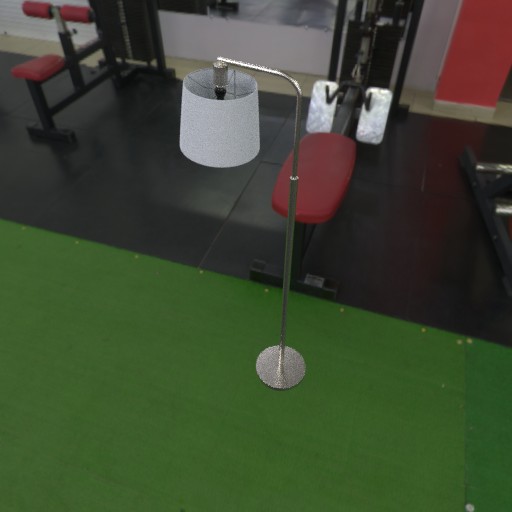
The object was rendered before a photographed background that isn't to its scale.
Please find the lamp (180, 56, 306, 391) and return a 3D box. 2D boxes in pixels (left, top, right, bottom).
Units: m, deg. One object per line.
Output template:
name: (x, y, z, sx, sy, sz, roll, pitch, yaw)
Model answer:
lamp: (0.000, 0.000, 1.727, 0.508, 1.478, 0.254, 15, 46, 15)
